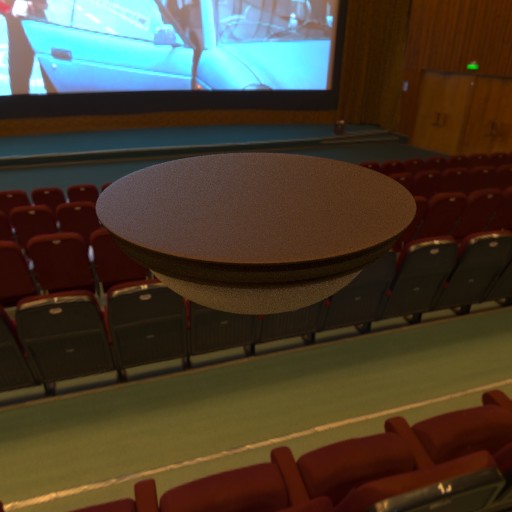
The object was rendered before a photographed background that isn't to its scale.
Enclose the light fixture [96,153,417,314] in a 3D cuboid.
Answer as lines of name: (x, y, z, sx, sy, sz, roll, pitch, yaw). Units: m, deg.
light fixture: (0.000, 0.000, 0.436, 0.280, 0.135, 0.280, 0, 27, 0)
